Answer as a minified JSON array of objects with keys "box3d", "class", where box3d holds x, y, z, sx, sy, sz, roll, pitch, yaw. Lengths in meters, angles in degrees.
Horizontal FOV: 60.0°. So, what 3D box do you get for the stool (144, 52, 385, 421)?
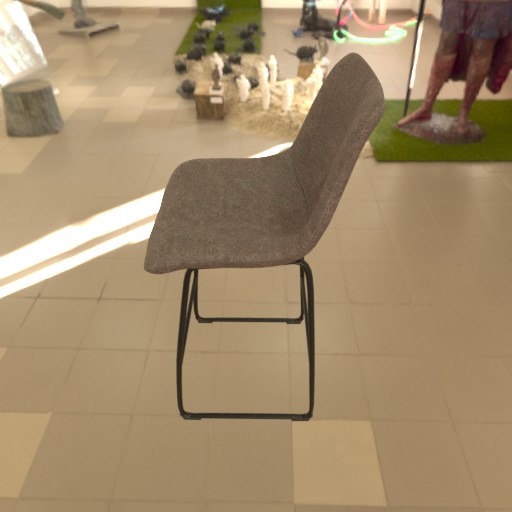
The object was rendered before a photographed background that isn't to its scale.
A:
[{"box3d":[0.000,0.000,1.349,0.561,1.082,0.514,0,40,1],"class":"stool"}]
